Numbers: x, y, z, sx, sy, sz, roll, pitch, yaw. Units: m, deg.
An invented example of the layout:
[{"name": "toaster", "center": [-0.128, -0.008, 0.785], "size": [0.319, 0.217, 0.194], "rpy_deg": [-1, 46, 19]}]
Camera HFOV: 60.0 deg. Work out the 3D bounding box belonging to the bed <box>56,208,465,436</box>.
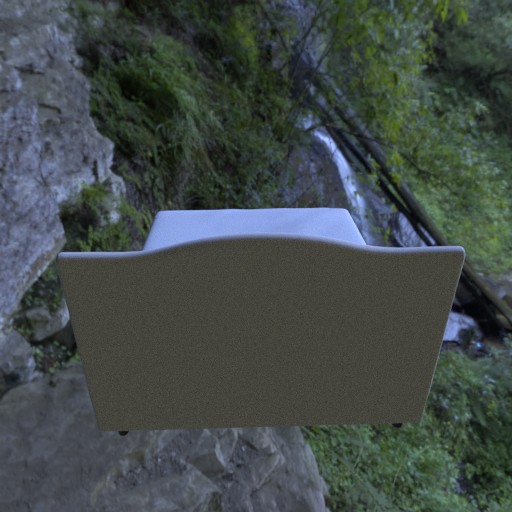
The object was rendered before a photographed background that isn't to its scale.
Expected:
[{"name": "bed", "center": [0.000, 0.000, 3.456], "size": [2.083, 1.421, 2.182], "rpy_deg": [-1, 29, -2]}]
